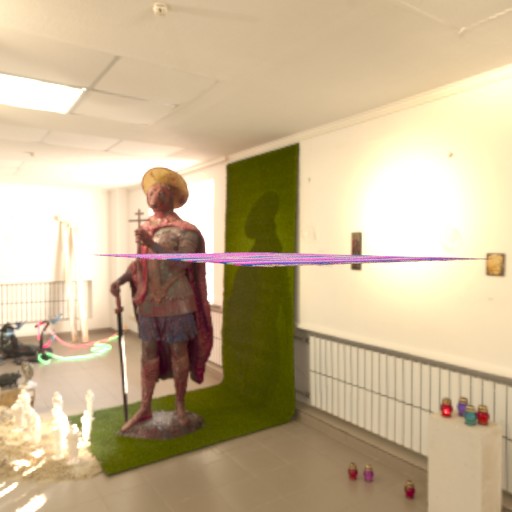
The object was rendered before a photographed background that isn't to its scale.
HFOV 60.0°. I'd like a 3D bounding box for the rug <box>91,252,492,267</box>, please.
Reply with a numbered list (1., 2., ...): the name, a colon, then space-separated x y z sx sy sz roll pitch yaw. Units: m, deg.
1. rug: 0.000 0.000 2.941 1.539 0.013 2.350 -1 2 -35
